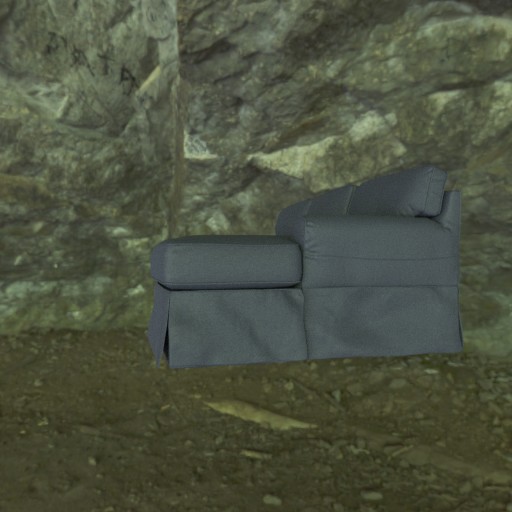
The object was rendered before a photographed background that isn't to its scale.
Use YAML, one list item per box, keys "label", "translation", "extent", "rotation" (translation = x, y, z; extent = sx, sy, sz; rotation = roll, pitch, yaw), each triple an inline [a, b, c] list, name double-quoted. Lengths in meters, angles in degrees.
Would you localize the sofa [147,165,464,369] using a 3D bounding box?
- label: "sofa"
  translation: [0.000, 0.000, 3.341]
  extent: [1.637, 1.039, 2.518]
  rotation: [0, 0, -17]
